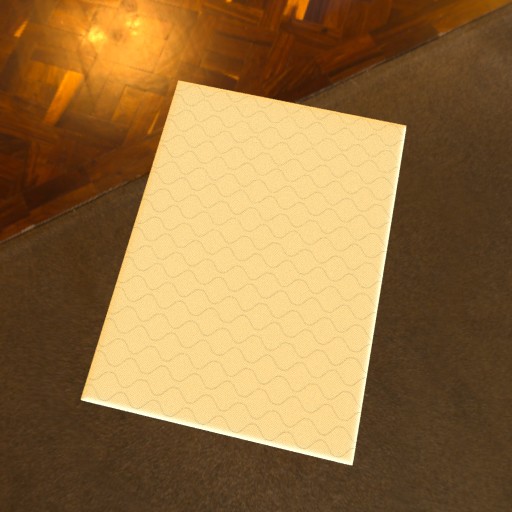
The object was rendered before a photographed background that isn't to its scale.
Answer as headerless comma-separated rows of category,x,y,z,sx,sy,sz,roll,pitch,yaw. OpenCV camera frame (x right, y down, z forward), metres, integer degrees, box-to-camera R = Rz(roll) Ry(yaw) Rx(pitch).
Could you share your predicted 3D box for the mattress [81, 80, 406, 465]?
mattress,0.000,0.000,2.507,1.400,0.200,1.900,12,76,3
